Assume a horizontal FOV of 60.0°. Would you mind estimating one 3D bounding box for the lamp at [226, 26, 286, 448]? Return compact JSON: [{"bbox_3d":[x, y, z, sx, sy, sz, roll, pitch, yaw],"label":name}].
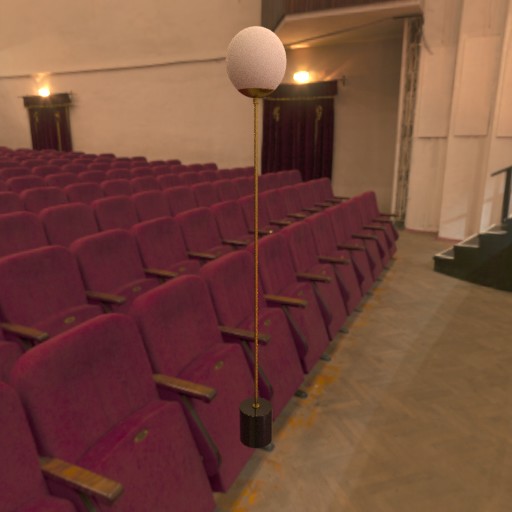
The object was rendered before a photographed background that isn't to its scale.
[{"bbox_3d":[0.000,0.000,1.855,0.229,1.748,0.229,7,16,25],"label":"lamp"}]
